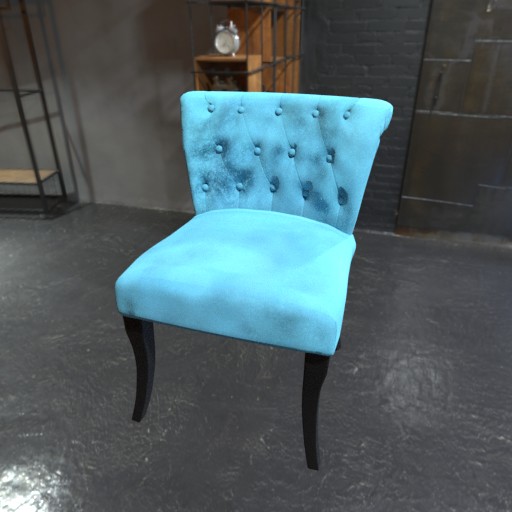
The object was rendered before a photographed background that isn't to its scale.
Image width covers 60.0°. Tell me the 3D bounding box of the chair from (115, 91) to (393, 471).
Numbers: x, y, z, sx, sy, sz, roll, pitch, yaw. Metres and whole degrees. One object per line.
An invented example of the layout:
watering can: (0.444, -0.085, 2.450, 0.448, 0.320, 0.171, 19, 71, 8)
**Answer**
chair: (0.000, 0.000, 1.169, 0.582, 0.750, 0.605, 8, 29, 16)
